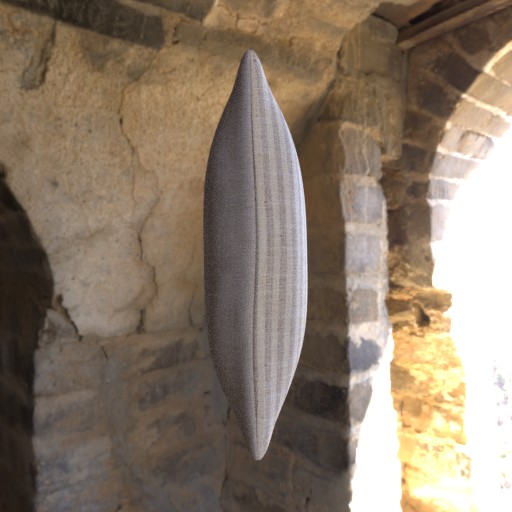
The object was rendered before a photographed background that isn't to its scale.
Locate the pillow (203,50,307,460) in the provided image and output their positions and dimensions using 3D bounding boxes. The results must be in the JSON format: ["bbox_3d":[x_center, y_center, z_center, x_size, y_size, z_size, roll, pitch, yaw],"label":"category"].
[{"bbox_3d":[0.000,0.000,0.797,0.166,0.510,0.523,0,0,1],"label":"pillow"}]
